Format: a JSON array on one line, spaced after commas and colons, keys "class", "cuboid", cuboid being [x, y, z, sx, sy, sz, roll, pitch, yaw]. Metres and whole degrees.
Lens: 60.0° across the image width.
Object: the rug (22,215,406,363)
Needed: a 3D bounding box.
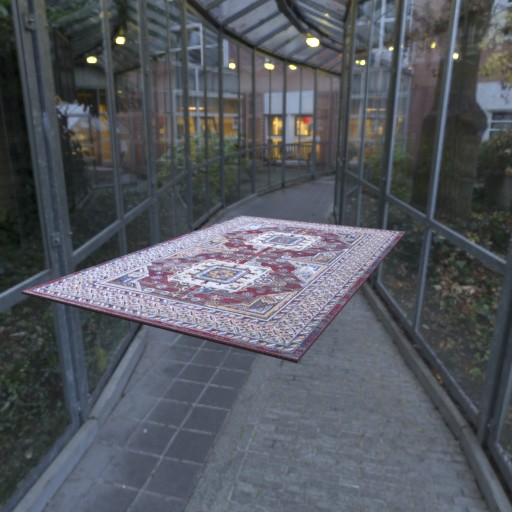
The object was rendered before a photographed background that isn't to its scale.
[{"class": "rug", "cuboid": [0.000, 0.000, 5.815, 3.033, 0.033, 4.578, 8, 18, 26]}]
